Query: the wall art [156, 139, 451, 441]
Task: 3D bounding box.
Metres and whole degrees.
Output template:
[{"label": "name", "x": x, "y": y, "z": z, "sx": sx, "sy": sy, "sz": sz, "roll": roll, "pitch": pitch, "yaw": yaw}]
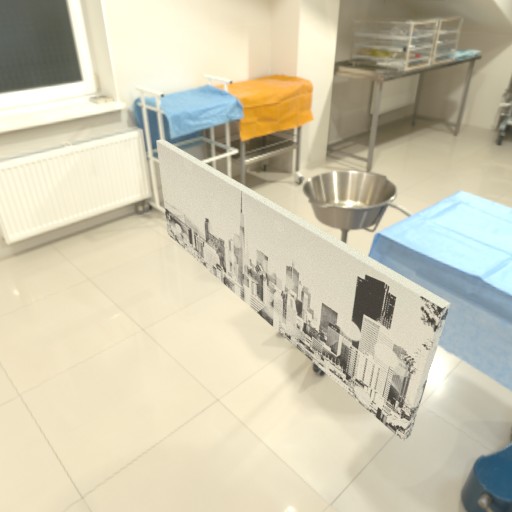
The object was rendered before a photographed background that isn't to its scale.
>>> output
[{"label": "wall art", "x": 0.000, "y": 0.000, "z": 1.701, "sx": 0.039, "sy": 0.507, "sz": 1.520, "roll": -22, "pitch": 39, "yaw": -30}]
